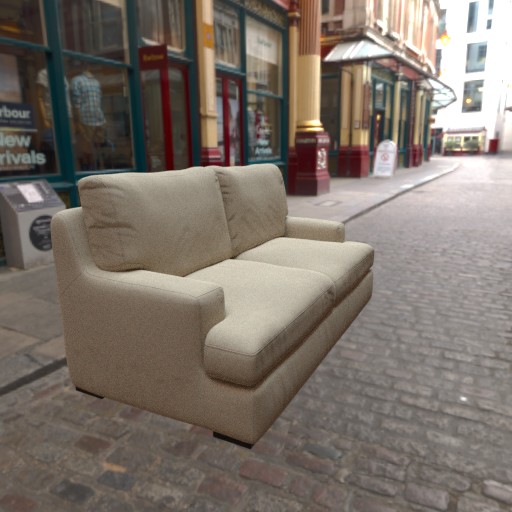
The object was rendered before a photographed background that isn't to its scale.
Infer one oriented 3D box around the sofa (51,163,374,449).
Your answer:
[{"bbox_3d":[0.000,0.000,2.463,0.962,0.967,1.885,7,15,26],"label":"sofa"}]
